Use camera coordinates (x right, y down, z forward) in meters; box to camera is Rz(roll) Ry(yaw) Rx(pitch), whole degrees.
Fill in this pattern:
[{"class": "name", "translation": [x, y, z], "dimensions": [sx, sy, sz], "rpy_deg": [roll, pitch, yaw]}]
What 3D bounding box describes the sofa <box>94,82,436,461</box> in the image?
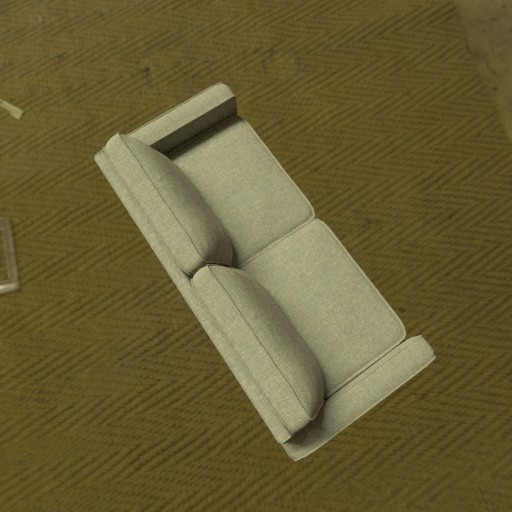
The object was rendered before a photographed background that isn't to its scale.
[{"class": "sofa", "translation": [0.000, 0.000, 2.615], "dimensions": [0.945, 0.918, 2.078], "rpy_deg": [-33, 77, -9]}]
